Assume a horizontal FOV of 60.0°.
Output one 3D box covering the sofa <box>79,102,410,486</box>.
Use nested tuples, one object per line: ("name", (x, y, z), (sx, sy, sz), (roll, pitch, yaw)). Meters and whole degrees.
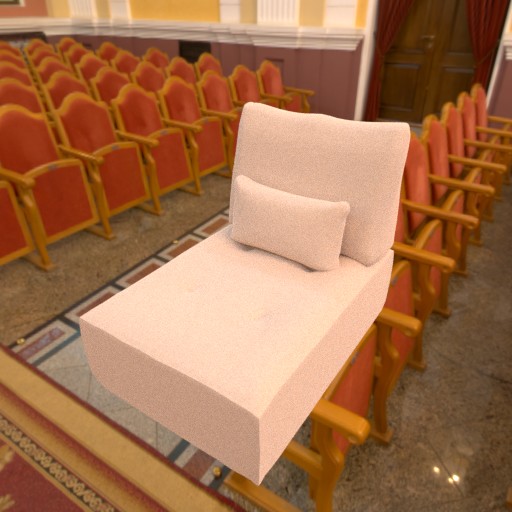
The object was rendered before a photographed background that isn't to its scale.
("sofa", (0.000, 0.000, 1.542), (0.700, 0.820, 1.000), (19, 35, 29))
